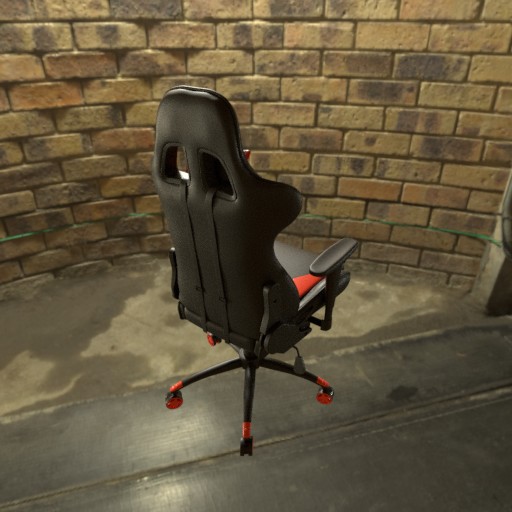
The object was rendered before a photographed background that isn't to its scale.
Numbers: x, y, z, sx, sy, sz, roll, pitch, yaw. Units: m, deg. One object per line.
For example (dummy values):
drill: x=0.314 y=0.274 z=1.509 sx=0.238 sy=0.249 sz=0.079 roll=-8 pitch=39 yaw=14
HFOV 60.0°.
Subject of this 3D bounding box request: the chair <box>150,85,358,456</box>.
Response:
chair: x=0.000 y=0.000 z=1.684 sx=0.695 sy=1.282 sz=0.730 roll=20 pitch=35 yaw=31
